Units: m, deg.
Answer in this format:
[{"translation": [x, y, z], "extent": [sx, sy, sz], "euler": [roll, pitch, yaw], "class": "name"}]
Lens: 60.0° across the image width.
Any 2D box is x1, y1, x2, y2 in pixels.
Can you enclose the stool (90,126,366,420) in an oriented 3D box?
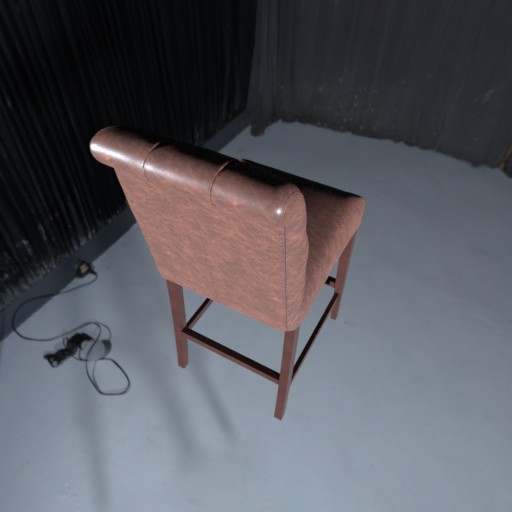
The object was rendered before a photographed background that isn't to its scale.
[{"translation": [0.000, 0.000, 1.423], "extent": [0.486, 1.084, 0.660], "euler": [22, 50, 20], "class": "stool"}]
